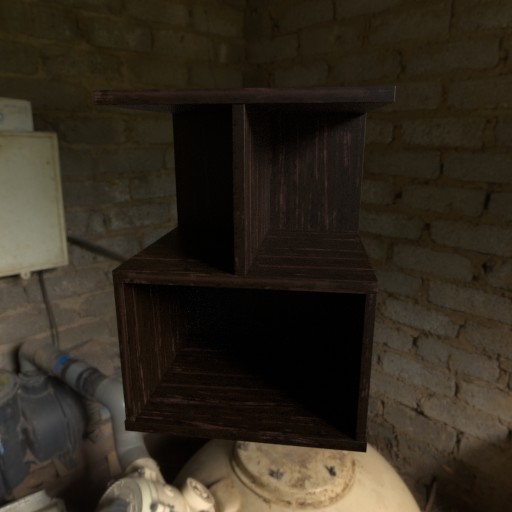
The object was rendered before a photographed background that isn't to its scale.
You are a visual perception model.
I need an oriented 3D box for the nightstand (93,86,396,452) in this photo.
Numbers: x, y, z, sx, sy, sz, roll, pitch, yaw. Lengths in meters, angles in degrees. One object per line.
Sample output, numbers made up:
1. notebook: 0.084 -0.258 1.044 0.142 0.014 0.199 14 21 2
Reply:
1. nightstand: 0.000 0.000 0.823 0.400 0.559 0.356 2 16 7
